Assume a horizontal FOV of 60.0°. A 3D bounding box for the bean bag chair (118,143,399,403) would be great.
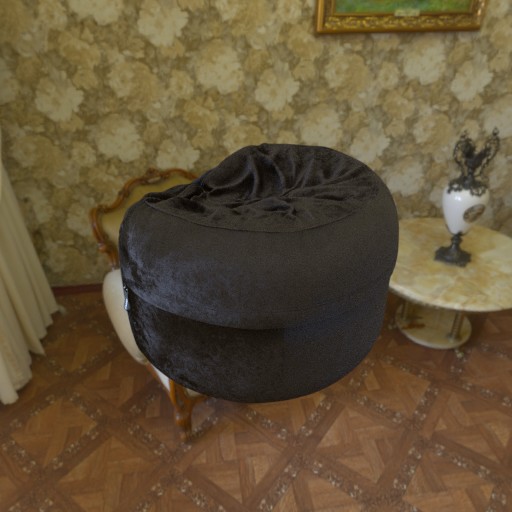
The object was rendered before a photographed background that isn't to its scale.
[{"bbox_3d":[0.000,0.000,1.533,0.918,0.605,0.918,0,30,0],"label":"bean bag chair"}]
